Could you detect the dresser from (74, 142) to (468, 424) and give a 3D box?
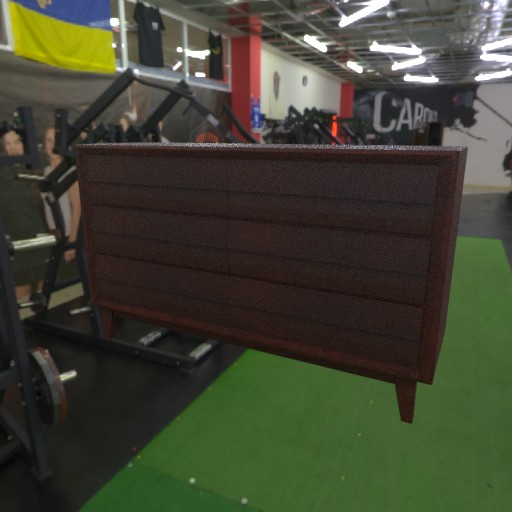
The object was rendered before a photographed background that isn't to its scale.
[{"bbox_3d":[0.000,0.000,2.004,1.609,0.971,0.499,8,17,26],"label":"dresser"}]
